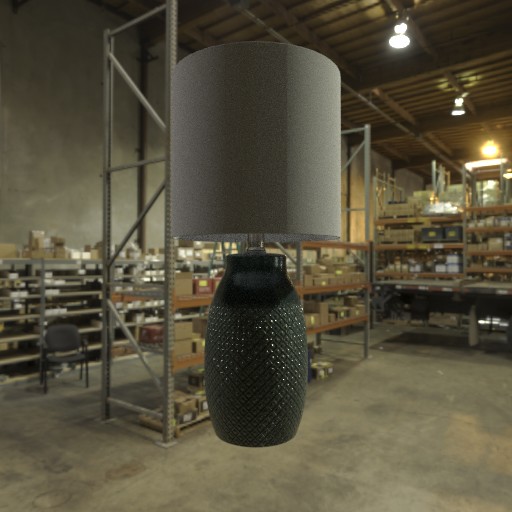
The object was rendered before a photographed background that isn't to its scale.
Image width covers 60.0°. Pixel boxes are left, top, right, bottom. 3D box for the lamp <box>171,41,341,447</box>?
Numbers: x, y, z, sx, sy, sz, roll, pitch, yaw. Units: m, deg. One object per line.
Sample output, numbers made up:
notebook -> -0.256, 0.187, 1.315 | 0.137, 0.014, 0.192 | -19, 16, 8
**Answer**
lamp -> 0.000, 0.000, 0.575 | 0.217, 0.453, 0.217 | 0, -1, 36
